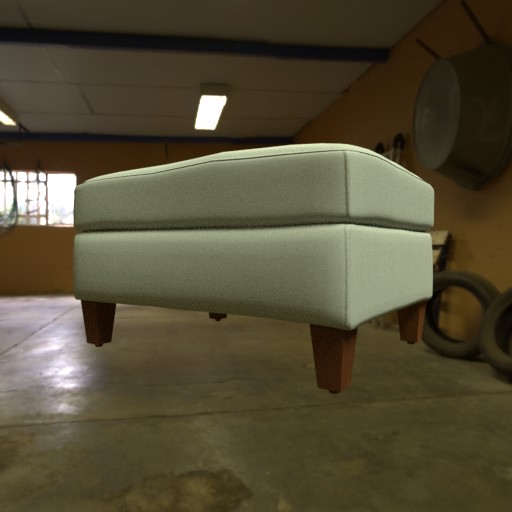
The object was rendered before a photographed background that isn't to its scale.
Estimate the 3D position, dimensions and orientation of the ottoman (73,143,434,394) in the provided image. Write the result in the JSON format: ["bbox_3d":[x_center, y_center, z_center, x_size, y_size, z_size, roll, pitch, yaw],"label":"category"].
[{"bbox_3d":[0.000,0.000,1.227,0.818,0.496,0.634,1,1,34],"label":"ottoman"}]
